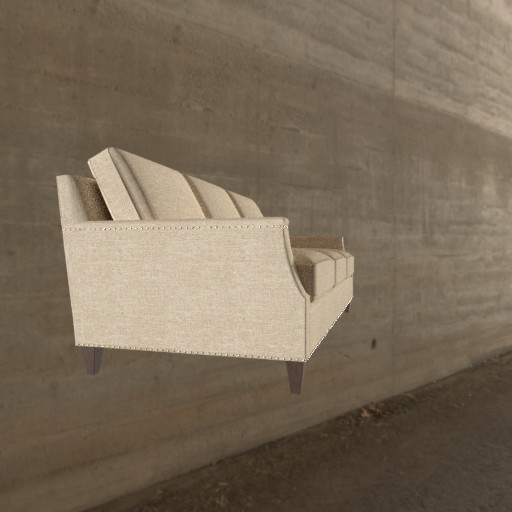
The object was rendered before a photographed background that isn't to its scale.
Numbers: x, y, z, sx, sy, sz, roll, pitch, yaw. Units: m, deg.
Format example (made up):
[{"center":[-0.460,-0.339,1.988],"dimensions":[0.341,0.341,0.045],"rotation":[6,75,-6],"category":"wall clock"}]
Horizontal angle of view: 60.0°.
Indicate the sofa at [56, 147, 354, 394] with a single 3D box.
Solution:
[{"center":[0.000,0.000,2.707],"dimensions":[1.041,0.940,2.210],"rotation":[0,1,16],"category":"sofa"}]
